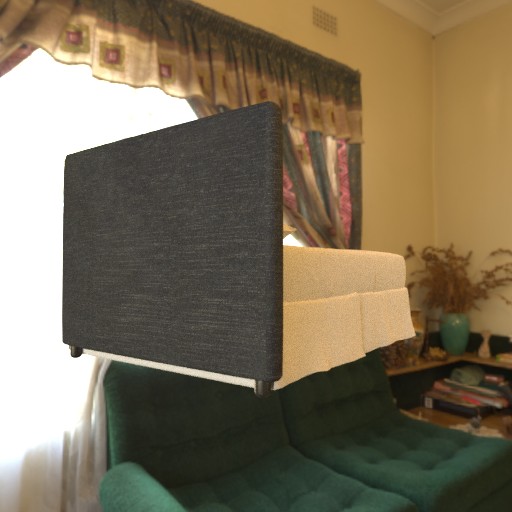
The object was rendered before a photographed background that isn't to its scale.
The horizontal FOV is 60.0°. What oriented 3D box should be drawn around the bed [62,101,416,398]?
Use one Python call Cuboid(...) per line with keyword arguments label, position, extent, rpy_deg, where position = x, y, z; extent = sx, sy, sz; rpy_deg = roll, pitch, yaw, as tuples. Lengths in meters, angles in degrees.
Cuboid(label="bed", position=(0.000, 0.000, 3.264), extent=(1.723, 1.330, 2.142), rpy_deg=(-1, -2, 36))
